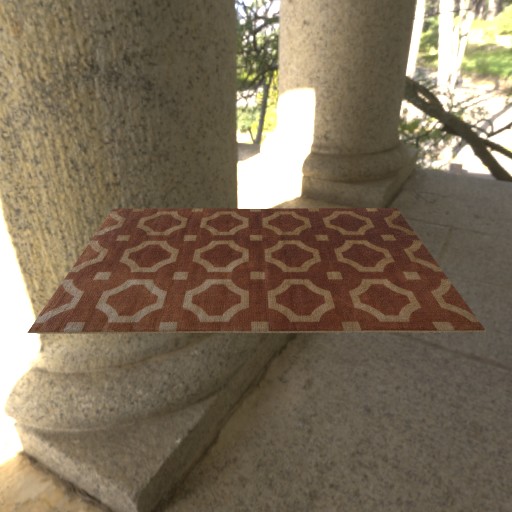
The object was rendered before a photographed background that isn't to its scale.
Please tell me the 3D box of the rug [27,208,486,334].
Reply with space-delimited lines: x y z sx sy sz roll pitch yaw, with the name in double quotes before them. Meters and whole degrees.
"rug" 0.000 0.000 2.879 2.286 0.016 1.555 0 29 0
